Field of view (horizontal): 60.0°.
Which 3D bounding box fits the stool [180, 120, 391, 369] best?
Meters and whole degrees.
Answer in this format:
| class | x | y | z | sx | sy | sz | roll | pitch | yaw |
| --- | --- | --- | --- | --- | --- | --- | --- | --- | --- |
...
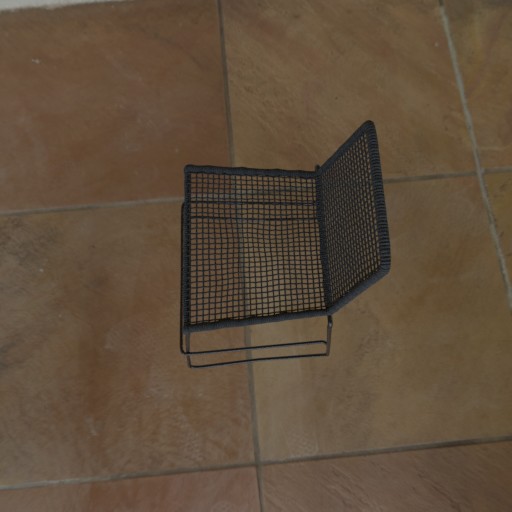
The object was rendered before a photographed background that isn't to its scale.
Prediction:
| class | x | y | z | sx | sy | sz | roll | pitch | yaw |
| --- | --- | --- | --- | --- | --- | --- | --- | --- | --- |
| stool | 0.000 | 0.000 | 1.253 | 0.509 | 0.905 | 0.590 | -2 | 75 | -1 |
